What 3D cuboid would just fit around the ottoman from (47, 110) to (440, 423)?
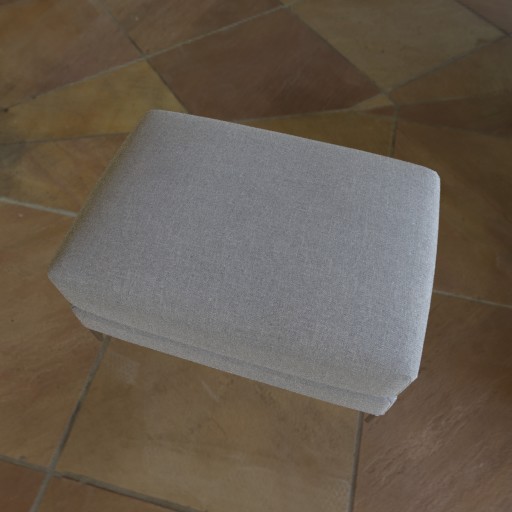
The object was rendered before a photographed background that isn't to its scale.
[{"bbox_3d":[0.000,0.000,1.177,0.838,0.457,0.584,15,60,9],"label":"ottoman"}]
